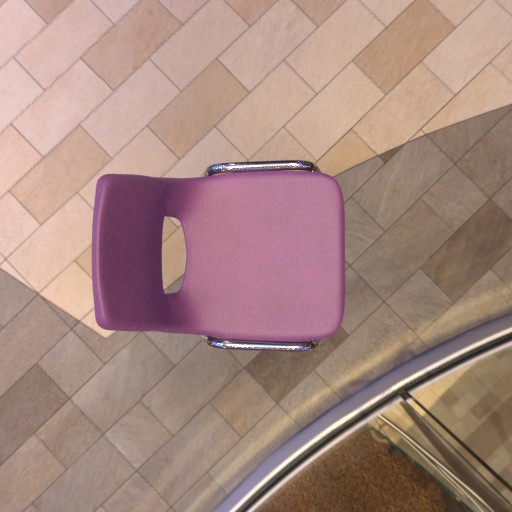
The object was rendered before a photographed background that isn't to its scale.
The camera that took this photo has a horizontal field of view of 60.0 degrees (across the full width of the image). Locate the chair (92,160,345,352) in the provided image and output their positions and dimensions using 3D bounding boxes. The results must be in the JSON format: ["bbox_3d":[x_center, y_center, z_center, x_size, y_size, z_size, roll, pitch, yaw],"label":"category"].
[{"bbox_3d":[0.000,0.000,0.918,0.432,0.654,0.381,0,89,1],"label":"chair"}]
